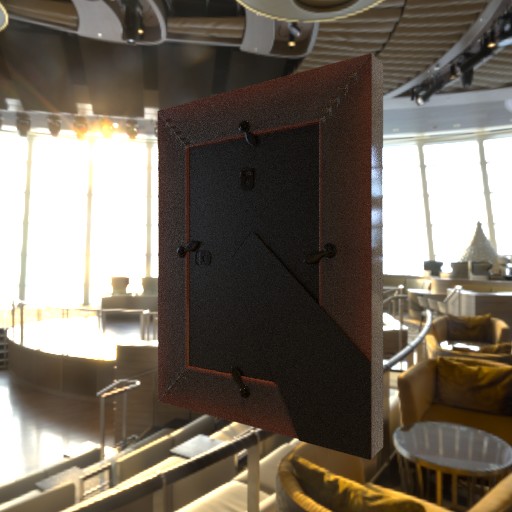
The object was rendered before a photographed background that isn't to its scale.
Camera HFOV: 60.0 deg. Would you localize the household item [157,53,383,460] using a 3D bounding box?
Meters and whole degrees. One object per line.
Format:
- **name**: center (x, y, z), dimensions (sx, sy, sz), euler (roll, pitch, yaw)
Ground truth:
- **household item**: center (0.000, 0.000, 0.291), dimensions (0.165, 0.216, 0.025), euler (0, 0, 35)
